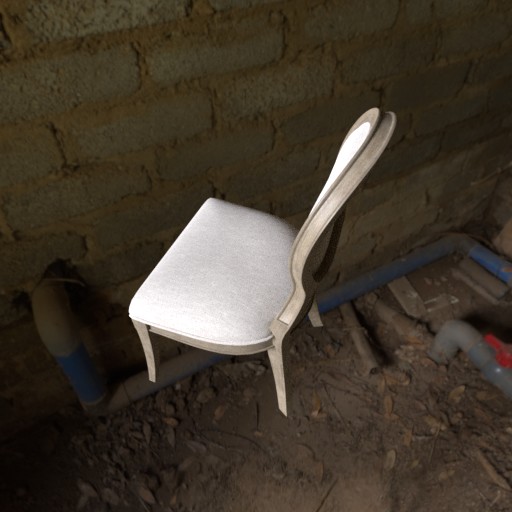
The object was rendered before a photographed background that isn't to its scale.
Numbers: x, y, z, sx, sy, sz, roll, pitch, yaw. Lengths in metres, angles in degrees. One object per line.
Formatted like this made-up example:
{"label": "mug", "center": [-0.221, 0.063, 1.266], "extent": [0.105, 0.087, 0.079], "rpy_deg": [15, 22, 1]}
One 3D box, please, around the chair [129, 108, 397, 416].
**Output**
{"label": "chair", "center": [0.000, 0.000, 1.315], "extent": [0.602, 0.990, 0.558], "rpy_deg": [16, 48, 15]}
